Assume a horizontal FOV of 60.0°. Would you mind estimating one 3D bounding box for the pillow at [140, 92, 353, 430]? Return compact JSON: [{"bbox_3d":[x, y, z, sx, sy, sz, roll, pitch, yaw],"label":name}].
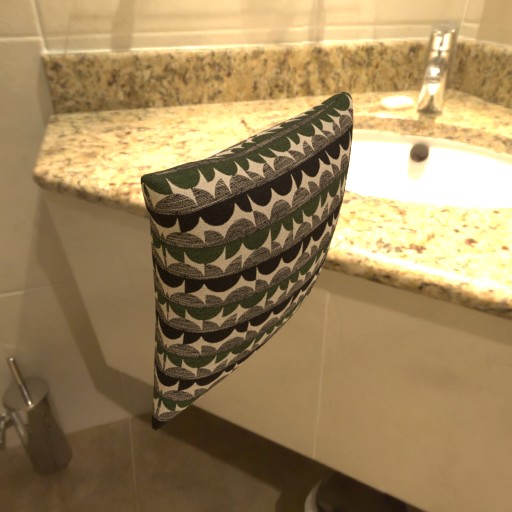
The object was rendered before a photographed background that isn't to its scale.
[{"bbox_3d":[0.000,0.000,0.657,0.180,0.404,0.419,21,39,29],"label":"pillow"}]
